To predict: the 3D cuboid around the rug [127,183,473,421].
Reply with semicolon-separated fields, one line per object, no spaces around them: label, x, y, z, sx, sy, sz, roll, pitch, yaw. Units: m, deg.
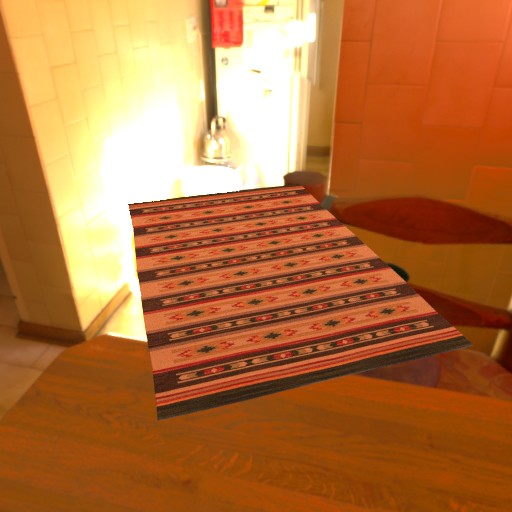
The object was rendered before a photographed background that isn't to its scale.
rug;0.000;0.000;2.328;1.221;0.009;1.825;-9;31;-15
